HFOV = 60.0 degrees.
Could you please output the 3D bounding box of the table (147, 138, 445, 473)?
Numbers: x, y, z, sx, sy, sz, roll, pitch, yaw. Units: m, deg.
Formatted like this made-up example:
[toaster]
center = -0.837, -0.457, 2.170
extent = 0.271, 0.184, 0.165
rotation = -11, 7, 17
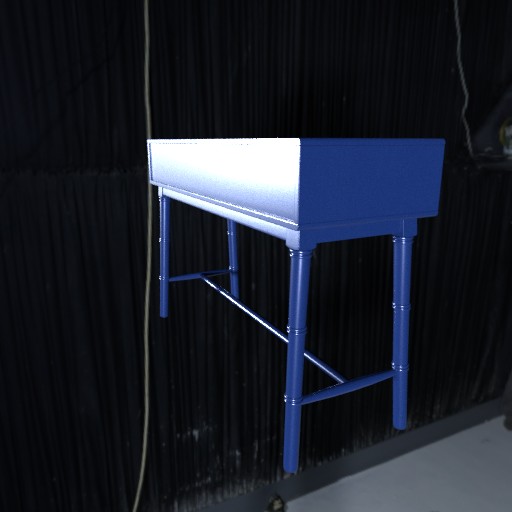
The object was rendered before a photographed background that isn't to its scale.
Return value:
[table]
center = 0.000, 0.000, 1.469
extent = 0.399, 0.749, 1.118
rotation = -7, 16, -26
